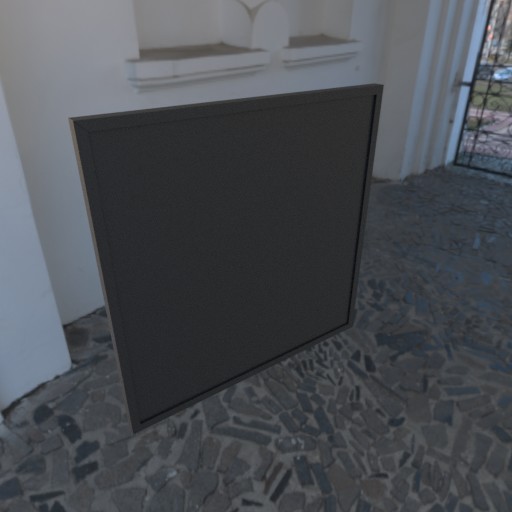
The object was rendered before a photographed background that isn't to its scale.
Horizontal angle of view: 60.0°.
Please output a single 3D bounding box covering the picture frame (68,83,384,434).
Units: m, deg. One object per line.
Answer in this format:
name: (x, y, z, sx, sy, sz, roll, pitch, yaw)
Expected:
picture frame: (0.000, 0.000, 1.140, 0.775, 0.775, 0.032, -18, 34, -30)
